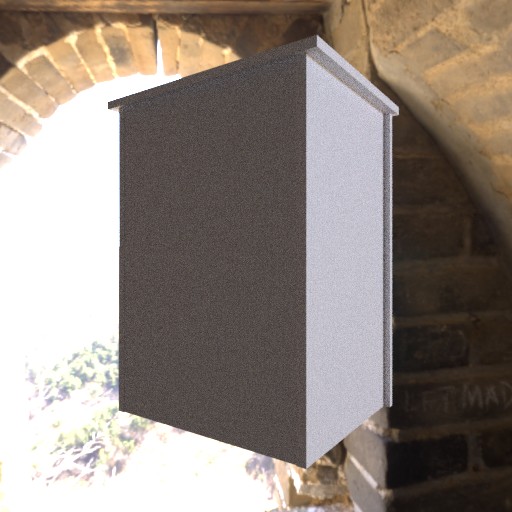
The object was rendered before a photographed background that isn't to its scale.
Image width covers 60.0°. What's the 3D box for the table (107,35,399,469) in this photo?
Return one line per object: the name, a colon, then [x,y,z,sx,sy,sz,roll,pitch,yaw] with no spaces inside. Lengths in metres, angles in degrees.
table: [0.000,0.000,0.929,0.480,0.635,0.381,0,0,35]
